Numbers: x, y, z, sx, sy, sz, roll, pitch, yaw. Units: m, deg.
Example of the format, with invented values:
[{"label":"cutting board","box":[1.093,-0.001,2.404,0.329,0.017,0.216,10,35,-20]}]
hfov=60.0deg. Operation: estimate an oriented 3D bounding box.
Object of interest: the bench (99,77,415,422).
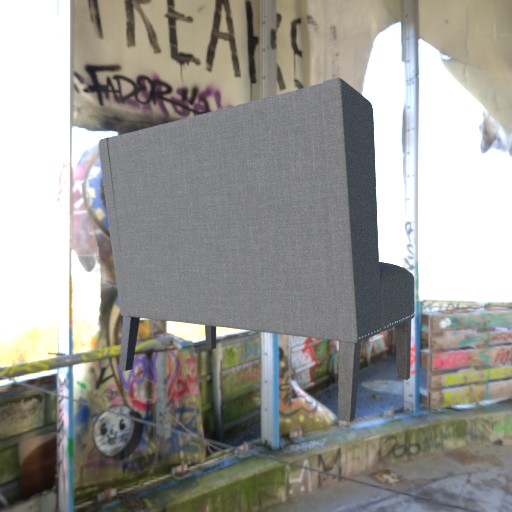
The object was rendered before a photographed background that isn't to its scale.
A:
[{"label":"bench","box":[0.000,0.000,2.090,1.276,1.121,0.842,0,0,35]}]
